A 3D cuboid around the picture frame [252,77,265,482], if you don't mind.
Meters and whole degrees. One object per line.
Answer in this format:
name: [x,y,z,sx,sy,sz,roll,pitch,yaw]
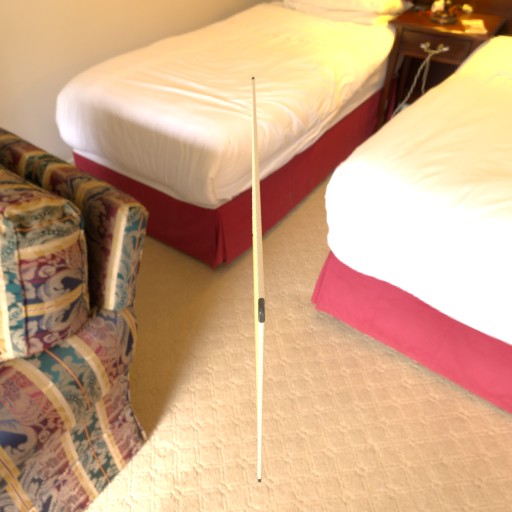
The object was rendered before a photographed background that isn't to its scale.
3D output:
picture frame: [0.000,0.000,1.154,0.010,0.600,0.900,-1,42,-1]
